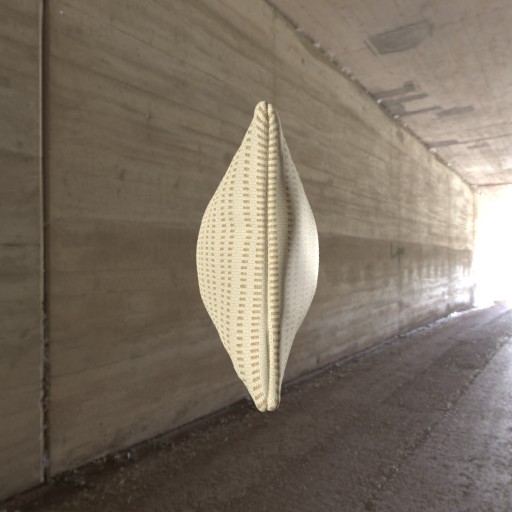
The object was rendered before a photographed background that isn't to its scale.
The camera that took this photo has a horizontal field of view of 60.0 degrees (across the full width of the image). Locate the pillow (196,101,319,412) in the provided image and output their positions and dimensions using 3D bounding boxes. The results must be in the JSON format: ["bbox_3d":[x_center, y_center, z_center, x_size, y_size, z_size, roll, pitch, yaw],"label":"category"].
[{"bbox_3d":[0.000,0.000,0.811,0.210,0.353,0.640,0,0,-1],"label":"pillow"}]
